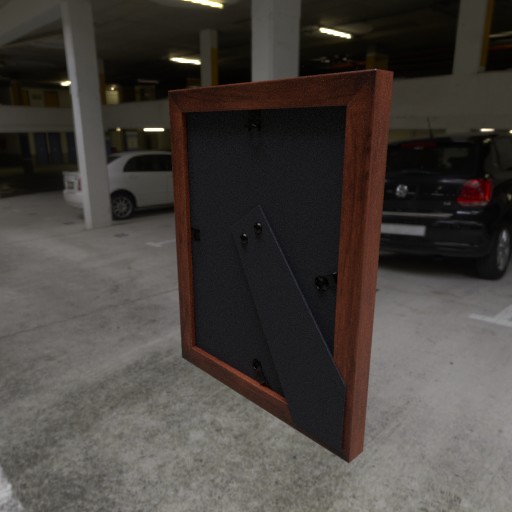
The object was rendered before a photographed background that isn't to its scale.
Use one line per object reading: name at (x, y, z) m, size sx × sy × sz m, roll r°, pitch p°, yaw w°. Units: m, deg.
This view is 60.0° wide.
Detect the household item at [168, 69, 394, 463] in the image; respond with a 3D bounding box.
household item at (0.000, 0.000, 0.343) m, size 0.020 × 0.250 × 0.200 m, roll -15°, pitch 22°, yaw -41°
